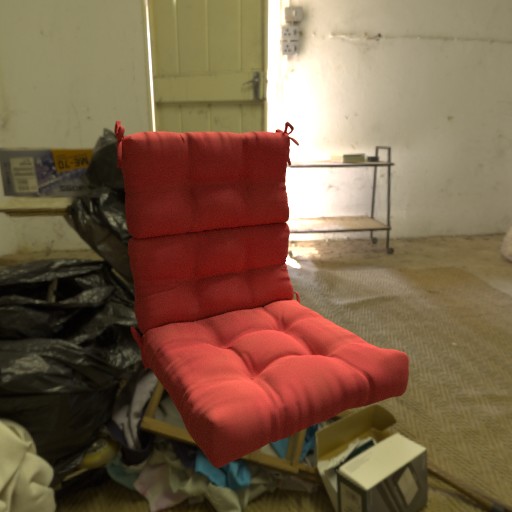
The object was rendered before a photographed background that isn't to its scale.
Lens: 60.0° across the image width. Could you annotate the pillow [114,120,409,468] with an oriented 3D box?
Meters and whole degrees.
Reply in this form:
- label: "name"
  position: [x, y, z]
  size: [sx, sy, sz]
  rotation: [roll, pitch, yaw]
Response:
- label: "pillow"
  position: [0.000, 0.000, 1.019]
  size: [0.519, 0.605, 0.571]
  rotation: [-9, 18, -28]
